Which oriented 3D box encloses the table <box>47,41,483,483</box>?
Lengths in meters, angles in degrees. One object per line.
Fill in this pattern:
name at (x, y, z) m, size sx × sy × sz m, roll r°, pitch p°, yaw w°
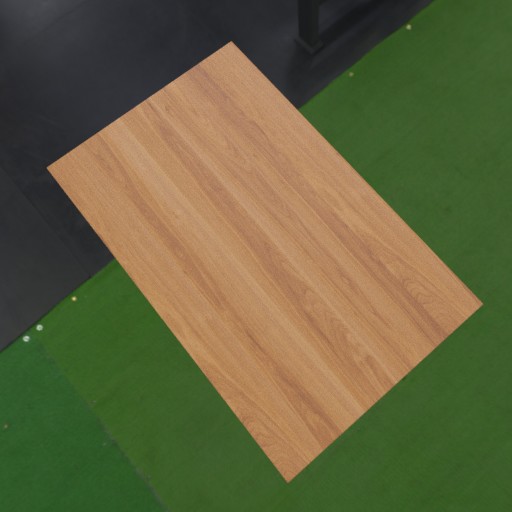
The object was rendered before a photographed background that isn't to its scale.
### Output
table at (0.000, 0.000, 1.504) m, size 0.700 × 0.510 × 1.100 m, roll -38°, pitch 78°, yaw -9°
